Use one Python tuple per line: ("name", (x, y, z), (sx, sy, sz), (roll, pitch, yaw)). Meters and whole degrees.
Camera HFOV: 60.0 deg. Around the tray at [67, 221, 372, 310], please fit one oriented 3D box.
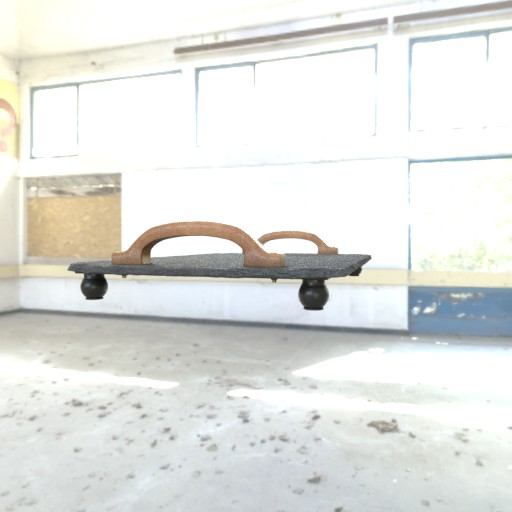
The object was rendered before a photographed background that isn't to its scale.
("tray", (0.000, 0.000, 0.481), (0.231, 0.062, 0.387), (1, 2, 18))
